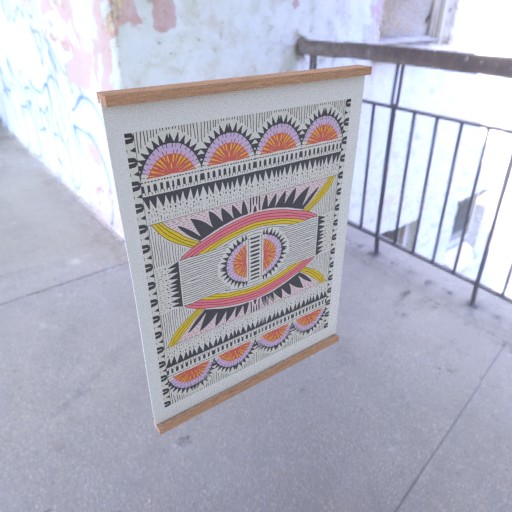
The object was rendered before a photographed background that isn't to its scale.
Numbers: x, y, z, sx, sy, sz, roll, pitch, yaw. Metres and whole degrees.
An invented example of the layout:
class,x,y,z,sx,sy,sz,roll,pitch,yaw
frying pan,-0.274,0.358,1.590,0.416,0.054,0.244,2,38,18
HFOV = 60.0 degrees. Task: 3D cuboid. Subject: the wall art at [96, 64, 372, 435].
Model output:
class,x,y,z,sx,sy,sz,roll,pitch,yaw
wall art,0.000,0.000,0.698,0.403,0.527,0.028,-19,35,-30
